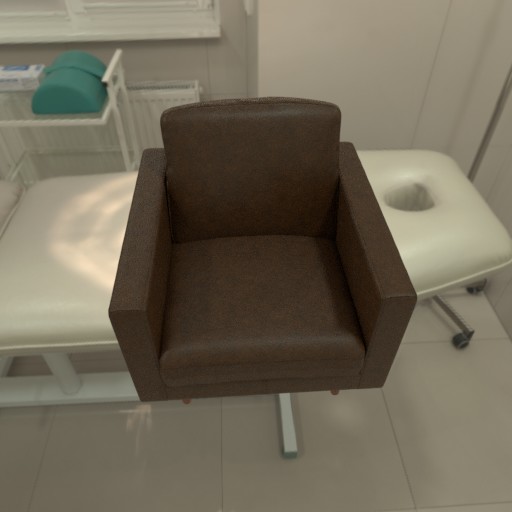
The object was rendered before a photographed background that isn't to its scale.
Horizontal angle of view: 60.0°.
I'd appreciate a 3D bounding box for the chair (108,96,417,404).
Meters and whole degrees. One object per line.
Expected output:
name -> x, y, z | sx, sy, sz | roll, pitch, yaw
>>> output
chair -> 0.000, 0.000, 1.692 | 0.890, 0.956, 0.909 | -3, 45, -3
